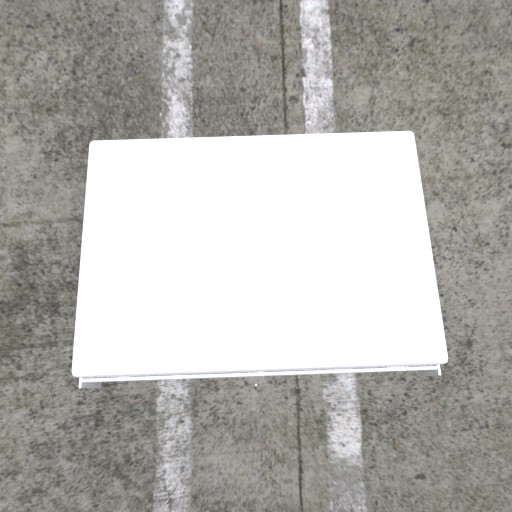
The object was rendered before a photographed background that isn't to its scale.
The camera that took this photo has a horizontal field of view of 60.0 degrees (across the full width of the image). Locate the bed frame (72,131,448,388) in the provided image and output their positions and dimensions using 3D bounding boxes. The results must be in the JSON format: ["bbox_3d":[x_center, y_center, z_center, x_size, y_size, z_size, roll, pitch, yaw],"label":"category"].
[{"bbox_3d":[0.000,0.000,2.645,1.945,0.497,1.445,-2,74,-1],"label":"bed frame"}]
